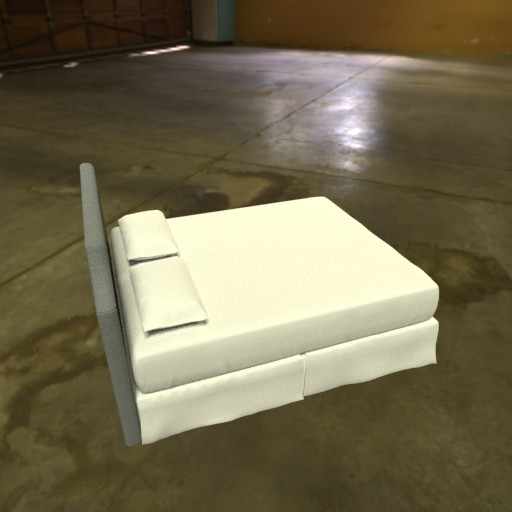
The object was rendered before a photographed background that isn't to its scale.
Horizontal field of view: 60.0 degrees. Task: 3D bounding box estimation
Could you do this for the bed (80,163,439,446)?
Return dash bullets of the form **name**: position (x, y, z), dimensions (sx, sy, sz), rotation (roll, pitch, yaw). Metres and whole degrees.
- **bed**: position (0.000, 0.000, 3.352), dimensions (2.259, 1.296, 1.811), rotation (-10, 32, -17)
